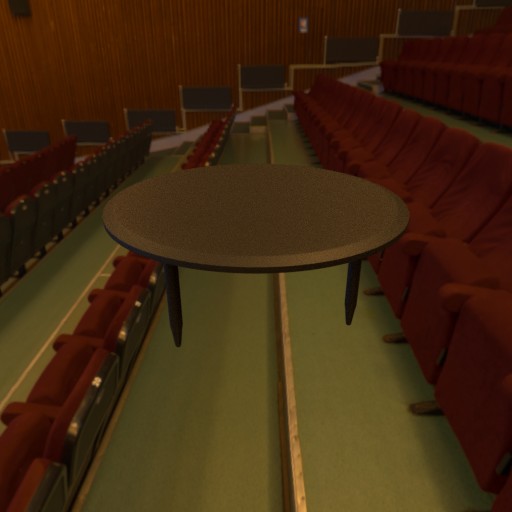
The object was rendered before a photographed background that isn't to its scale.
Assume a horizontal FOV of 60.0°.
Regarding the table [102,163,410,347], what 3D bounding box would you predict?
[{"bbox_3d":[0.000,0.000,1.441,0.900,0.400,0.900,0,26,0],"label":"table"}]
